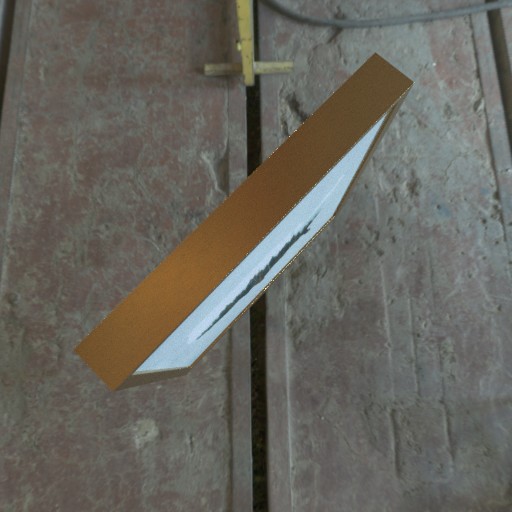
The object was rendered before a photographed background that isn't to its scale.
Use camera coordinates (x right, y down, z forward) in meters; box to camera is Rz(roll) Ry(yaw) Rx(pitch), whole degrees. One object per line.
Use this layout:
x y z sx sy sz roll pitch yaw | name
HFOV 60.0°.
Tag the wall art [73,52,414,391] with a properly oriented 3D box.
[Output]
0.000 0.000 0.457 0.038 0.304 0.304 43 80 9 | wall art
